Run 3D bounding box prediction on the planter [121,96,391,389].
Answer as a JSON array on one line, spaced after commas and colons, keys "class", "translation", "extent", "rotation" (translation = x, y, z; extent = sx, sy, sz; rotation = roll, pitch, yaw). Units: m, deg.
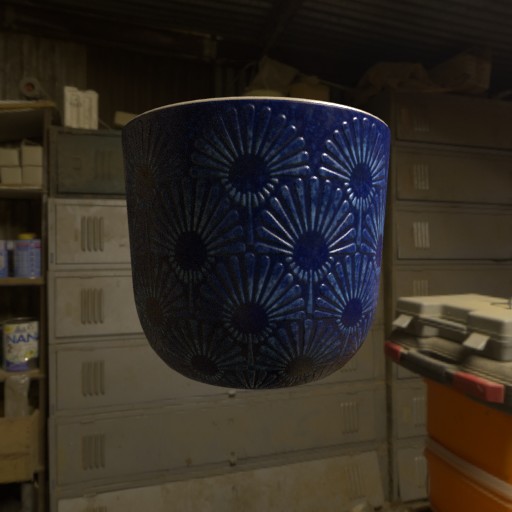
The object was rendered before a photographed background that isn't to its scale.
[{"class": "planter", "translation": [0.000, 0.000, 0.293], "extent": [0.170, 0.153, 0.170], "rotation": [0, 1, 0]}]
